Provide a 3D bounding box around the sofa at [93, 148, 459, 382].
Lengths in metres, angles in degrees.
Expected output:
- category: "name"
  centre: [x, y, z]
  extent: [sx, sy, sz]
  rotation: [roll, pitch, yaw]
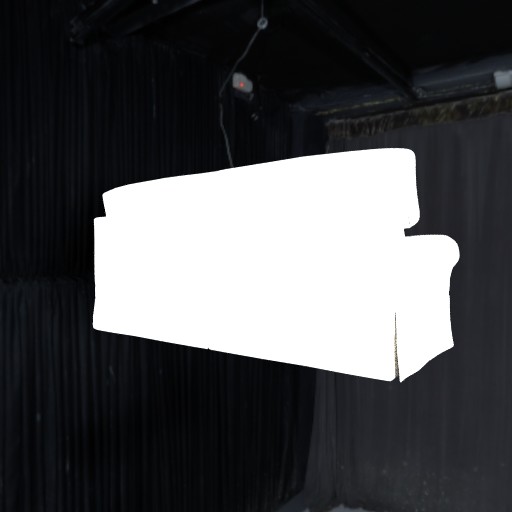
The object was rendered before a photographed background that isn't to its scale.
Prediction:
- category: "sofa"
  centre: [0.000, 0.000, 2.563]
  extent: [2.021, 0.937, 0.862]
  rotation: [0, 1, 37]
